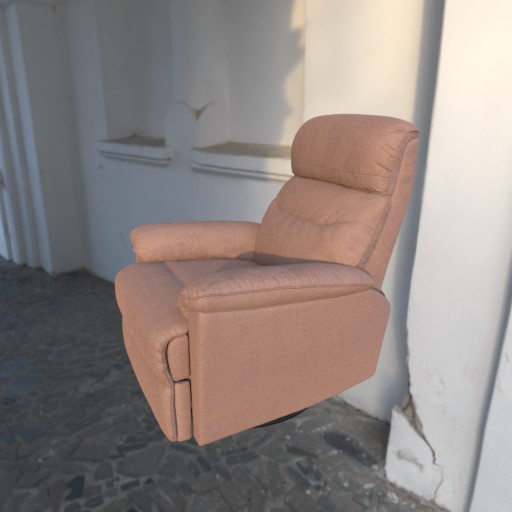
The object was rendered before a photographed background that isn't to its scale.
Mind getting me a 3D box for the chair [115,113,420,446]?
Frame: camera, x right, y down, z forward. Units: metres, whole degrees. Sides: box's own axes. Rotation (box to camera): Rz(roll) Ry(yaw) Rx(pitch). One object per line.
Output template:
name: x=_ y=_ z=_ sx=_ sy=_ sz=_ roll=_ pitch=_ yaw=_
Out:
chair: x=0.000 y=0.000 z=1.696 sx=1.004 sy=1.037 sz=0.820 roll=-9 pitch=20 yaw=-25
